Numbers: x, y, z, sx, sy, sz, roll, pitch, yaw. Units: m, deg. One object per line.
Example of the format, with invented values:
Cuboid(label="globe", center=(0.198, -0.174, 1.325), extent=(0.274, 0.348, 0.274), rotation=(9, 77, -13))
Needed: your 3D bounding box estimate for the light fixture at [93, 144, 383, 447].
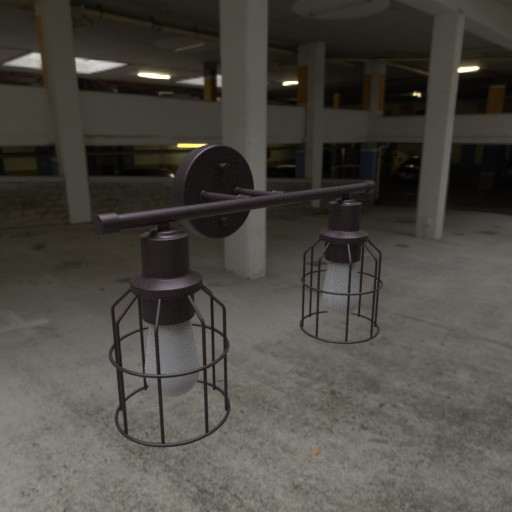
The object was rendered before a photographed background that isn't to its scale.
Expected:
Cuboid(label="light fixture", center=(0.000, 0.000, 0.524), extent=(0.165, 0.254, 0.406), rotation=(14, 21, 43))
